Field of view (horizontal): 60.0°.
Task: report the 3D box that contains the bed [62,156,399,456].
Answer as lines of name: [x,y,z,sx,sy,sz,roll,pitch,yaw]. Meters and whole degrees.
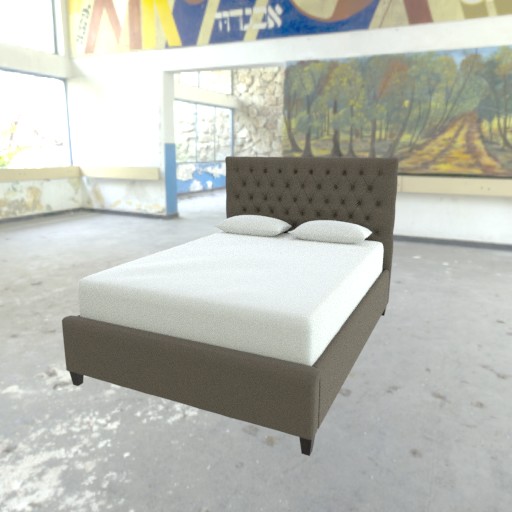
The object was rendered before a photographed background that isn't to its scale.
bed: [0.000,0.000,3.347,1.696,1.426,2.233,6,15,25]
